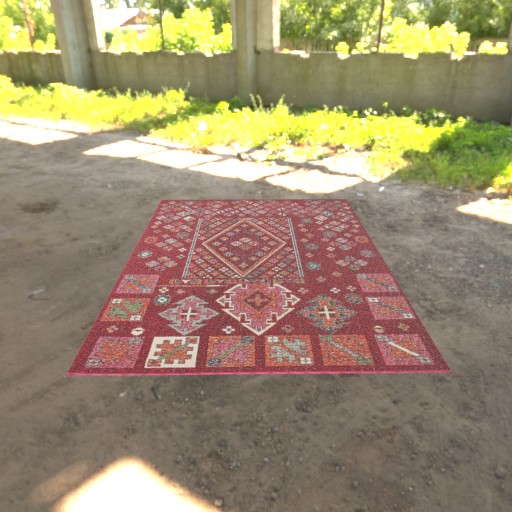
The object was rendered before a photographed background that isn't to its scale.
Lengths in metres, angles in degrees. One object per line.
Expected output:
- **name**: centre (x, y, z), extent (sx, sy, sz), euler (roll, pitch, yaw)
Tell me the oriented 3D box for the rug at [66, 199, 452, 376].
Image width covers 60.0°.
- **rug**: centre (0.000, 0.000, 4.217), extent (2.389, 0.011, 3.306), euler (0, 26, -1)
